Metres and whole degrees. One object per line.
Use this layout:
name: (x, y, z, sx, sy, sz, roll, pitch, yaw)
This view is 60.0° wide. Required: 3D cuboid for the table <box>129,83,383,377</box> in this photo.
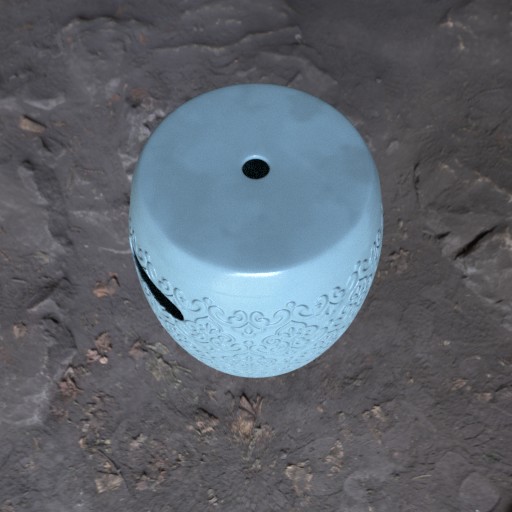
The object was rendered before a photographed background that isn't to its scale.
table: (0.000, 0.000, 0.608, 0.309, 0.397, 0.309, 0, 64, 0)
